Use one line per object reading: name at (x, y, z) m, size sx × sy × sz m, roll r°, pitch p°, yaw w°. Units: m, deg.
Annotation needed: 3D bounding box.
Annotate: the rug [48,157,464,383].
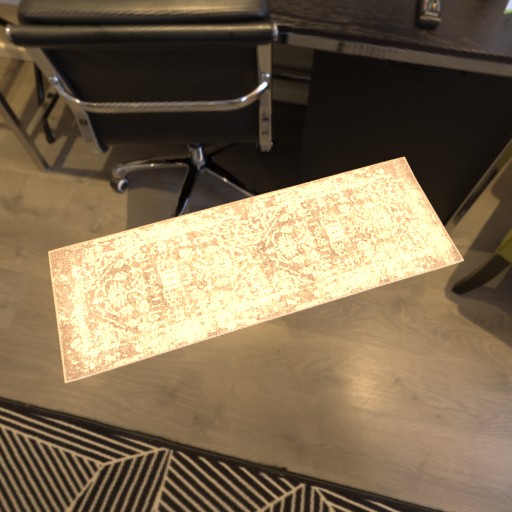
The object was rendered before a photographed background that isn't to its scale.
rug at (0.000, 0.000, 2.751) m, size 2.452 × 0.017 × 0.855 m, roll -16°, pitch 64°, yaw -8°
